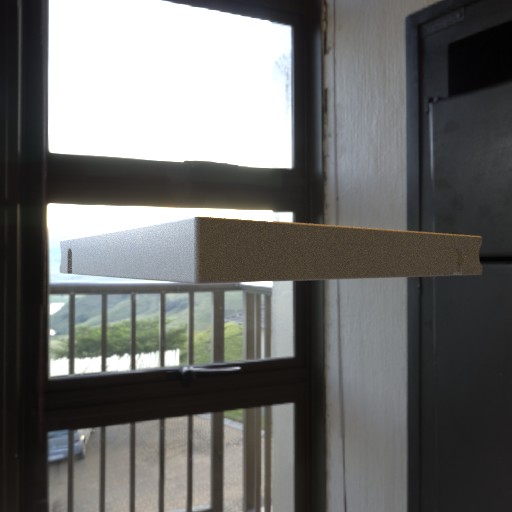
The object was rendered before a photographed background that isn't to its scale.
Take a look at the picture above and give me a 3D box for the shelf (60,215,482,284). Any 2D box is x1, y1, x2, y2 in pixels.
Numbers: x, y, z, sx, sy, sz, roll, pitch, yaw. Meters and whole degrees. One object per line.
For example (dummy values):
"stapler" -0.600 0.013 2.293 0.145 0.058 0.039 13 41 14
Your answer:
"shelf" 0.000 0.000 0.432 0.296 0.035 0.296 1 -1 -37
